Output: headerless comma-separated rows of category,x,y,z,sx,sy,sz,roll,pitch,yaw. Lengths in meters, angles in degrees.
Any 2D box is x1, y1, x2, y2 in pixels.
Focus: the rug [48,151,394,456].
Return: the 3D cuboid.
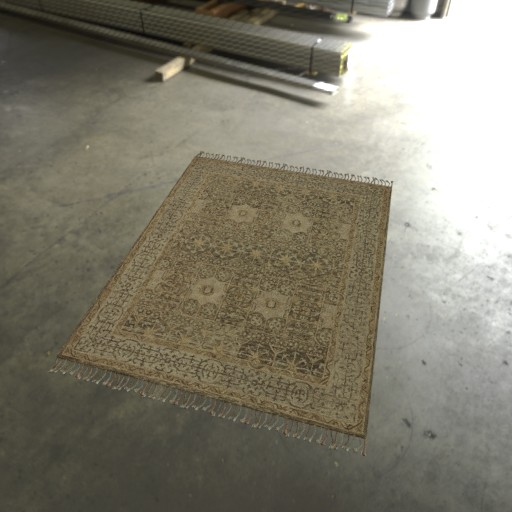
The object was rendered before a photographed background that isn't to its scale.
rug,0.000,0.000,4.297,2.431,0.017,3.291,11,46,11
